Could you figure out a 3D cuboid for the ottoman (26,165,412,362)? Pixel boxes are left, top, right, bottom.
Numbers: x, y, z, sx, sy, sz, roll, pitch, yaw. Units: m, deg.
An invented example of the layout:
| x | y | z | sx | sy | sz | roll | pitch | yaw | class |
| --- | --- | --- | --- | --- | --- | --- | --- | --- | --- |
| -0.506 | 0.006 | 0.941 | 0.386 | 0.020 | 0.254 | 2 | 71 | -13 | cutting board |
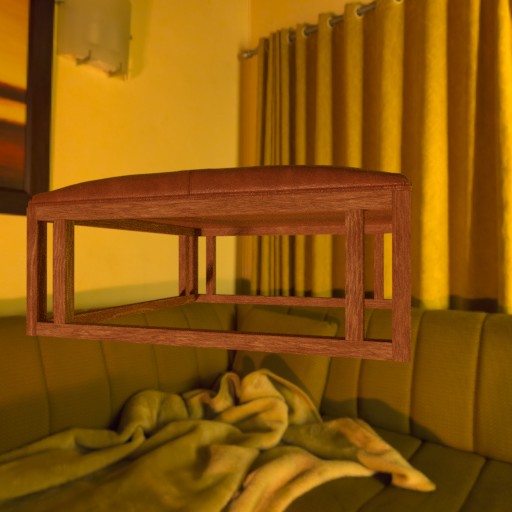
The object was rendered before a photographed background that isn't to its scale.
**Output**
| x | y | z | sx | sy | sz | roll | pitch | yaw | class |
| --- | --- | --- | --- | --- | --- | --- | --- | --- | --- |
| 0.000 | 0.000 | 1.547 | 1.013 | 0.442 | 1.016 | 0 | 0 | 18 | ottoman |
